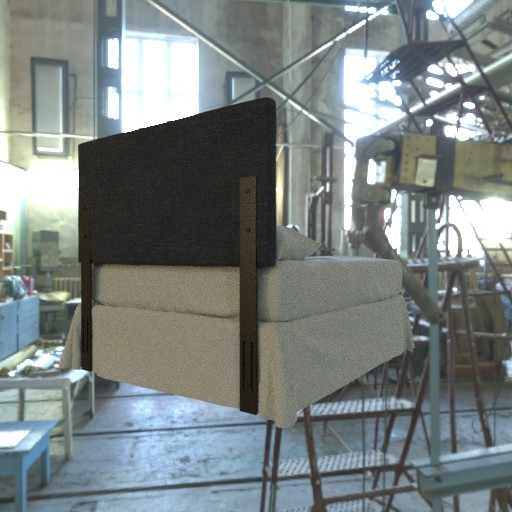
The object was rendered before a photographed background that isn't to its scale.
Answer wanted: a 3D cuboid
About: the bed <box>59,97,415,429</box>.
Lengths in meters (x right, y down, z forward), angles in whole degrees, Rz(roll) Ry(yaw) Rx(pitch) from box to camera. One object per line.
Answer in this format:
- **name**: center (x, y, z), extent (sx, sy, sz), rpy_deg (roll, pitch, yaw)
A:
- **bed**: center (0.000, 0.000, 3.459), extent (1.936, 1.577, 2.222), rpy_deg (0, 0, 36)
